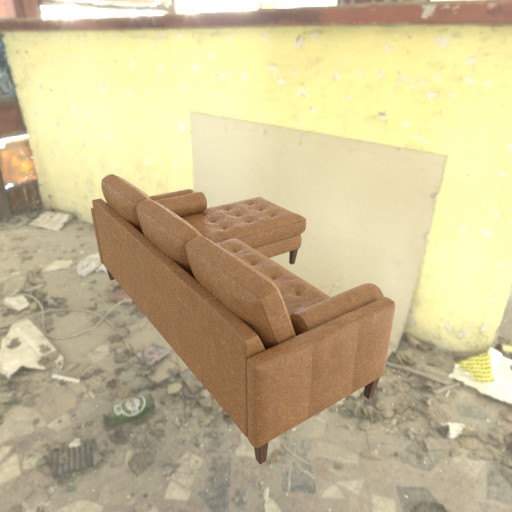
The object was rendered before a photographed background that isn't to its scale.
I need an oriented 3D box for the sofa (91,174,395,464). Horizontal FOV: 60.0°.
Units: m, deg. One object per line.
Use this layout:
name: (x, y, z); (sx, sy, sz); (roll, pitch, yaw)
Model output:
sofa: (0.000, 0.000, 2.958); (1.506, 0.876, 2.178); (-17, 31, -31)
